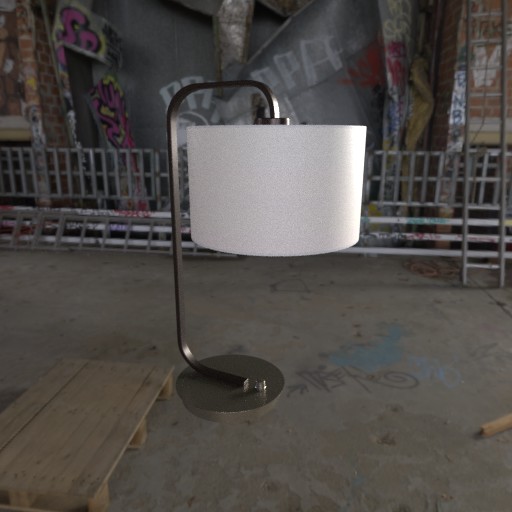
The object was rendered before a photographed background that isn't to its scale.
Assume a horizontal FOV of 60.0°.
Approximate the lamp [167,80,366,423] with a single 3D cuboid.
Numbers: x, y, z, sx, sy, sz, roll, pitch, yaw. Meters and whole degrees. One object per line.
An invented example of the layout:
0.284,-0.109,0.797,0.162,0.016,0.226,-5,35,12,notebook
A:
0.000,0.000,0.637,0.288,0.473,0.230,8,17,26,lamp
